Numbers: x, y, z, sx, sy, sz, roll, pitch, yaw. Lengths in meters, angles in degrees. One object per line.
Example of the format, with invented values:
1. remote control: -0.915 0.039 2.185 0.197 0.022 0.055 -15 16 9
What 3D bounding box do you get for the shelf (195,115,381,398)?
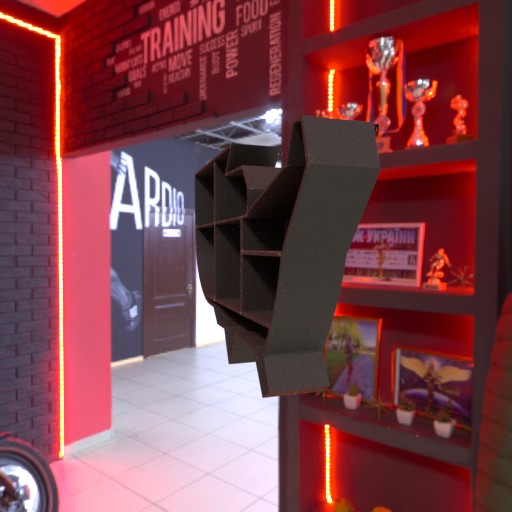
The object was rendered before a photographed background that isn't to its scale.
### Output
1. shelf: 0.000 0.000 0.900 0.112 0.439 0.729 0 1 -19
